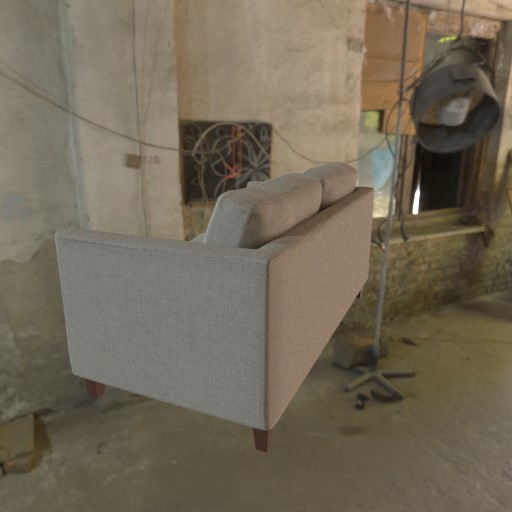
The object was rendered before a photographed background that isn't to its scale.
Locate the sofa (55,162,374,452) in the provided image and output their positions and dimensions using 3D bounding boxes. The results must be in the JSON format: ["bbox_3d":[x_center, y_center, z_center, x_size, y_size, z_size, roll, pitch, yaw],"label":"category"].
[{"bbox_3d":[0.000,0.000,2.433,0.951,0.947,1.884,7,18,23],"label":"sofa"}]
